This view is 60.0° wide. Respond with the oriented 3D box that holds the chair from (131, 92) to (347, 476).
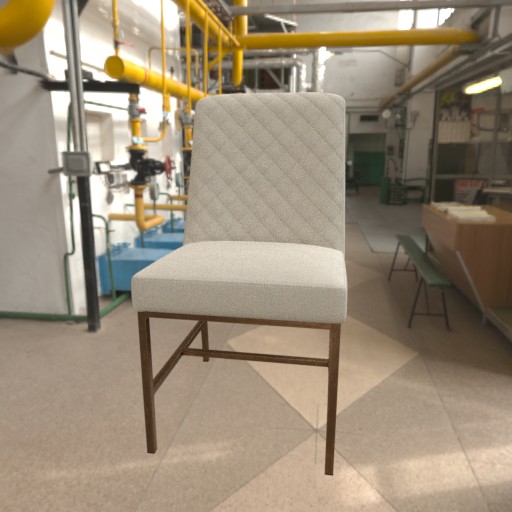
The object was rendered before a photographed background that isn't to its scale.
[{"bbox_3d":[0.000,0.000,1.264,0.503,0.933,0.597,2,14,10],"label":"chair"}]
